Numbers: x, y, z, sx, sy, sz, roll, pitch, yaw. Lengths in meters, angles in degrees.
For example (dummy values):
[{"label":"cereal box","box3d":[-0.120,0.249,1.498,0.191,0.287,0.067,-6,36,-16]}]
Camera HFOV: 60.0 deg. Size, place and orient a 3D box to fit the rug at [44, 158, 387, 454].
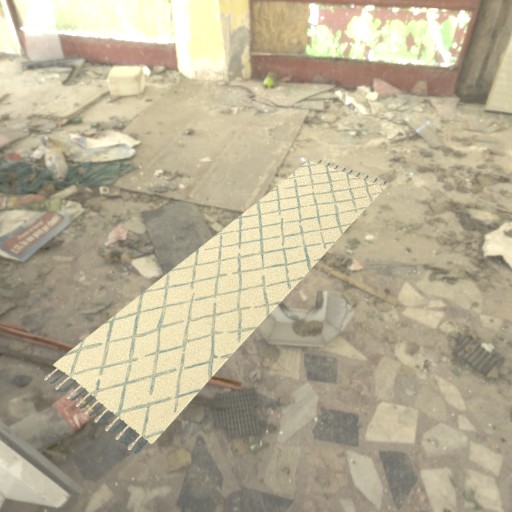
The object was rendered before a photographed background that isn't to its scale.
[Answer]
[{"label":"rug","box3d":[0.000,0.000,2.515,0.620,0.008,2.372,25,47,26]}]
